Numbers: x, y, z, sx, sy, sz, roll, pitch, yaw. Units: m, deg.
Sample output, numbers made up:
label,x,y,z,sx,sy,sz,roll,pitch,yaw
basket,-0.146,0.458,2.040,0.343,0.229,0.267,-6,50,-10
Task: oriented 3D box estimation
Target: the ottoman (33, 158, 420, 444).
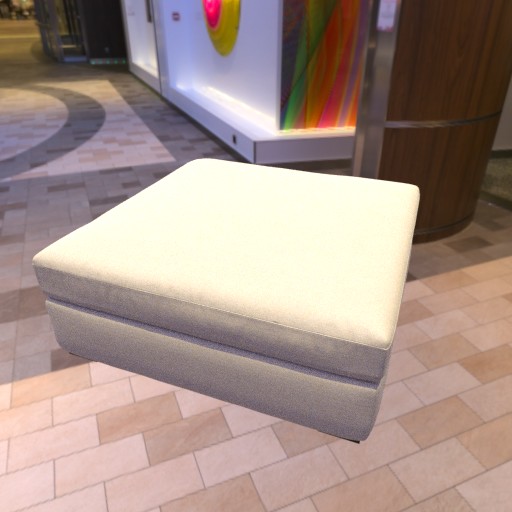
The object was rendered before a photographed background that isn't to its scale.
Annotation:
label,x,y,z,sx,sy,sz,roll,pitch,yaw
ottoman,0.000,0.000,1.787,1.163,0.482,1.167,11,32,18
